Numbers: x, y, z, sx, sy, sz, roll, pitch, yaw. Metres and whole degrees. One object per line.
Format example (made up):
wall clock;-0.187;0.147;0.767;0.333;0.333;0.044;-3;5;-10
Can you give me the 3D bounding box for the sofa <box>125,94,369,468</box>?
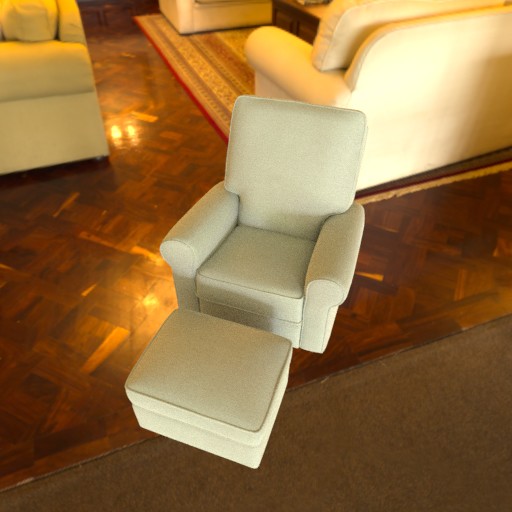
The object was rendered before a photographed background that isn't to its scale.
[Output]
sofa;0.000;0.000;2.019;0.880;0.959;1.478;13;44;14
